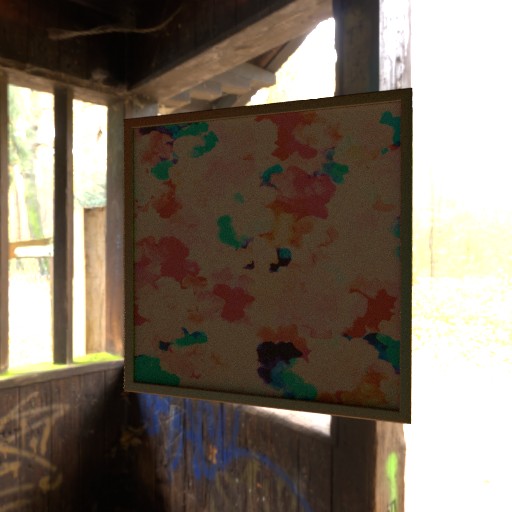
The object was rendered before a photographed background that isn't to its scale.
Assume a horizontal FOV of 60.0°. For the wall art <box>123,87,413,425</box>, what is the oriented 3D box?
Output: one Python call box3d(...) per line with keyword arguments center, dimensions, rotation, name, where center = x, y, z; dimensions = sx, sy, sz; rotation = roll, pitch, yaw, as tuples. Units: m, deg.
box3d(center=(0.000, 0.000, 0.766), dimensions=(0.510, 0.509, 0.037), rotation=(0, 1, 18), name="wall art")
